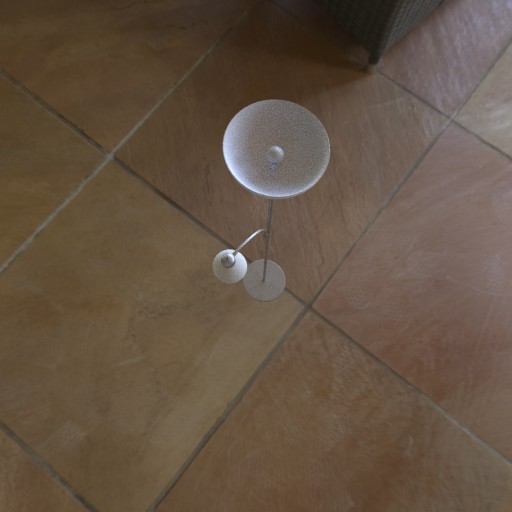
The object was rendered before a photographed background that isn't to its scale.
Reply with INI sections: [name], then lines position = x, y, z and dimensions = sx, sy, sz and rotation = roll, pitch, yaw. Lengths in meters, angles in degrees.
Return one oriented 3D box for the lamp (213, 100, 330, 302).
[lamp]
position = 0.000, 0.000, 1.972
dimensions = 0.279, 1.804, 0.425
rotation = 41, 79, 9
